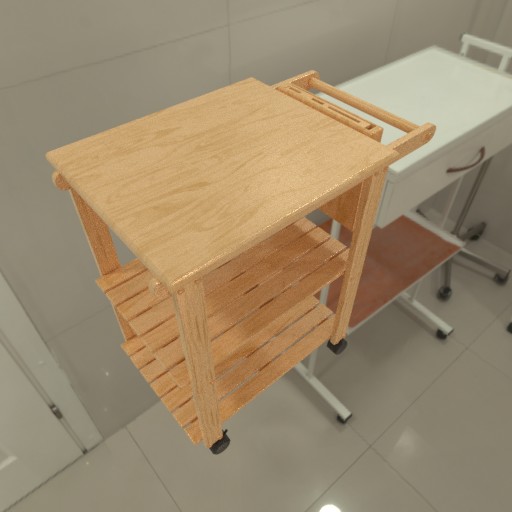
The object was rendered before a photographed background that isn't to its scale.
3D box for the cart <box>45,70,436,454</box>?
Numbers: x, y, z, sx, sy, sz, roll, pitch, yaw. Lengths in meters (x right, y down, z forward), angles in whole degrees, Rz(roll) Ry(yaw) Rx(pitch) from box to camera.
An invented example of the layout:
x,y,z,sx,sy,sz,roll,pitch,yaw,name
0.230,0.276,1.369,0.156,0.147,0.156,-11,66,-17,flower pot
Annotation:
x,y,z,sx,sy,sz,roll,pitch,yaw,name
0.000,0.000,1.329,0.843,0.816,0.520,-31,53,-27,cart
